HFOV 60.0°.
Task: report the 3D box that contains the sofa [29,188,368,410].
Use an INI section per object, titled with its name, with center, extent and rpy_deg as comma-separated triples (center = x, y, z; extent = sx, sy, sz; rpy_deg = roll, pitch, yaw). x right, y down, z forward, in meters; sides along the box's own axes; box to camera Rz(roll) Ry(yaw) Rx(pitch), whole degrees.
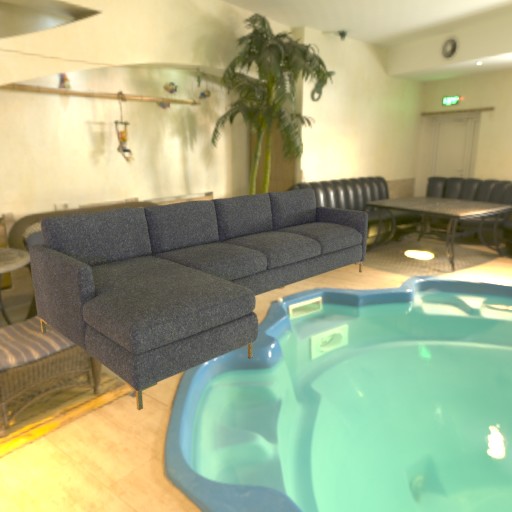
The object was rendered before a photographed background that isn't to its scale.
[sofa]
center = 0.000, 0.000, 3.458
extent = 1.350, 0.810, 2.932
rpy_deg = 14, 20, 43
